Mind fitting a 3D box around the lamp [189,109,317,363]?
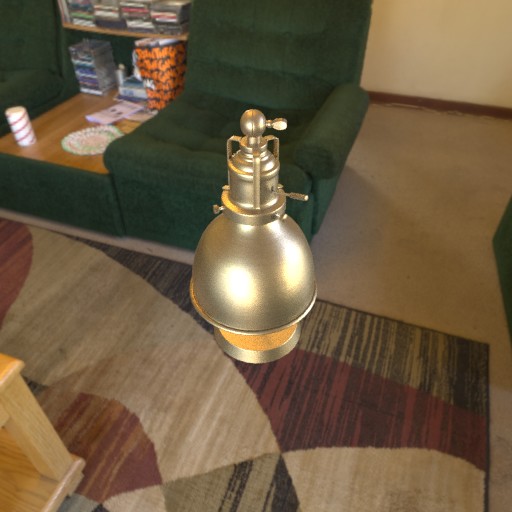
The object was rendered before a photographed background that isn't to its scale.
[{"bbox_3d":[0.000,0.000,0.584,0.153,0.456,0.286,1,42,1],"label":"lamp"}]
